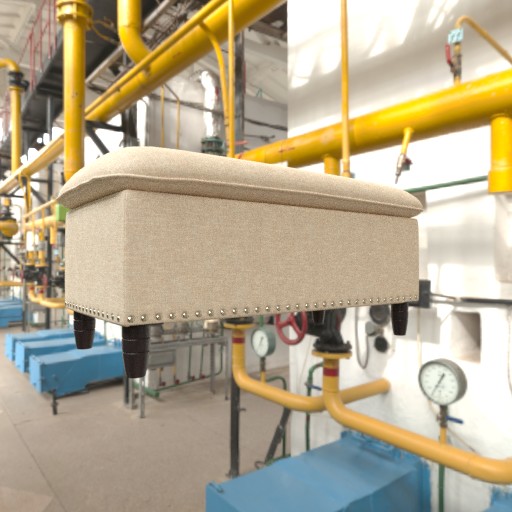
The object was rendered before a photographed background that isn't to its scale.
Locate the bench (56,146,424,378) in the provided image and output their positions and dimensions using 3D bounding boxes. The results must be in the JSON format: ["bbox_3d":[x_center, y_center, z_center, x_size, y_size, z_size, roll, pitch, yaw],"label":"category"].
[{"bbox_3d":[0.000,0.000,1.262,0.991,0.483,0.483,1,-1,-36],"label":"bench"}]
